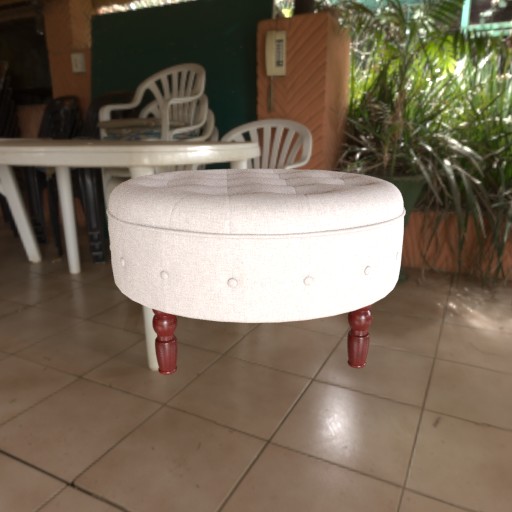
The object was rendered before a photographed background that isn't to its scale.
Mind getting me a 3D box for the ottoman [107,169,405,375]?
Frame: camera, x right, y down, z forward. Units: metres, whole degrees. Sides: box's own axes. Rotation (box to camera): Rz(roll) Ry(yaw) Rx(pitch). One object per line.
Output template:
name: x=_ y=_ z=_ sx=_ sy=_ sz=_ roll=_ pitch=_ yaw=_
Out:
ottoman: x=0.000 y=0.000 z=1.367 sx=0.849 sy=0.478 sz=0.849 roll=0 pitch=16 yaw=0
